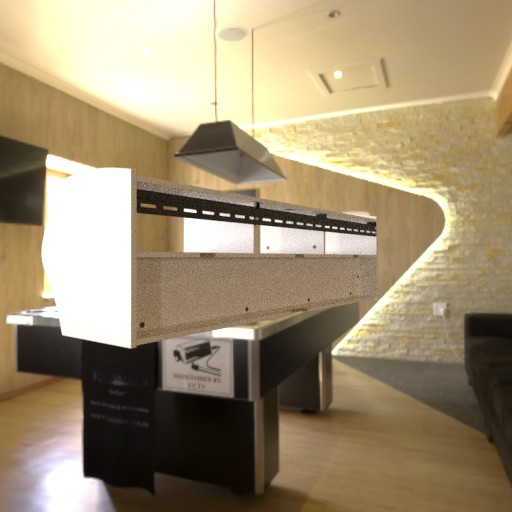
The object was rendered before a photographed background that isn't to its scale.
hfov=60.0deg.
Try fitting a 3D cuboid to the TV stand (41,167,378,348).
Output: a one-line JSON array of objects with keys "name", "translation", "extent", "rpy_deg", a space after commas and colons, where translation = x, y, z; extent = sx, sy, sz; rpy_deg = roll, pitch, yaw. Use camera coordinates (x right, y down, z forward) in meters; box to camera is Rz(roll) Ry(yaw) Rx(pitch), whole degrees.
[{"name": "TV stand", "translation": [0.000, 0.000, 1.708], "extent": [0.397, 0.424, 1.473], "rpy_deg": [0, 0, 37]}]
